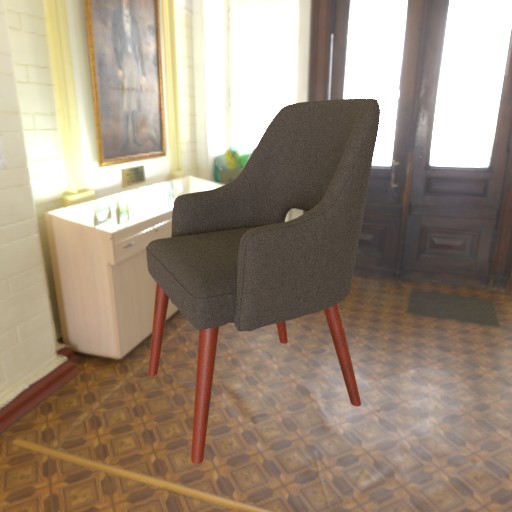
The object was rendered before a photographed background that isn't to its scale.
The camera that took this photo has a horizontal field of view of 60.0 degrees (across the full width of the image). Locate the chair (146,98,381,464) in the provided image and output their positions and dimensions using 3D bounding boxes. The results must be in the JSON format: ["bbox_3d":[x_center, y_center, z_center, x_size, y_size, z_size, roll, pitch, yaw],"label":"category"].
[{"bbox_3d":[0.000,0.000,1.241,0.560,0.838,0.559,-8,19,-25],"label":"chair"}]
